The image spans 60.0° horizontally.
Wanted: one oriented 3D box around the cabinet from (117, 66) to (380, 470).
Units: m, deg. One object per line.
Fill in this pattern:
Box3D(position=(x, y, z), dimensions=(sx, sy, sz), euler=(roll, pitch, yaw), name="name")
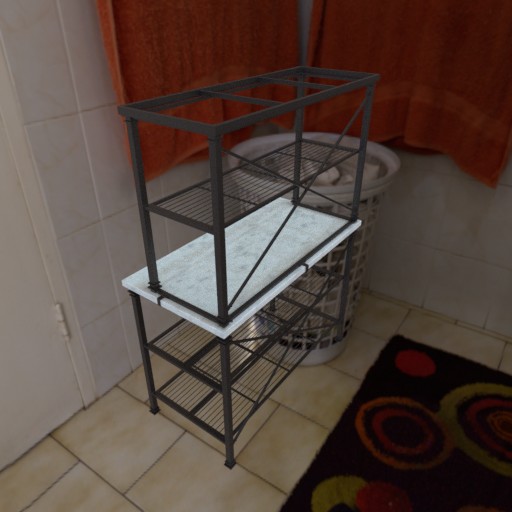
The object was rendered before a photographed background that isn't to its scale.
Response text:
Box3D(position=(0.000, 0.000, 2.279), dimensions=(0.610, 1.659, 1.210), euler=(21, 37, 31), name="cabinet")
